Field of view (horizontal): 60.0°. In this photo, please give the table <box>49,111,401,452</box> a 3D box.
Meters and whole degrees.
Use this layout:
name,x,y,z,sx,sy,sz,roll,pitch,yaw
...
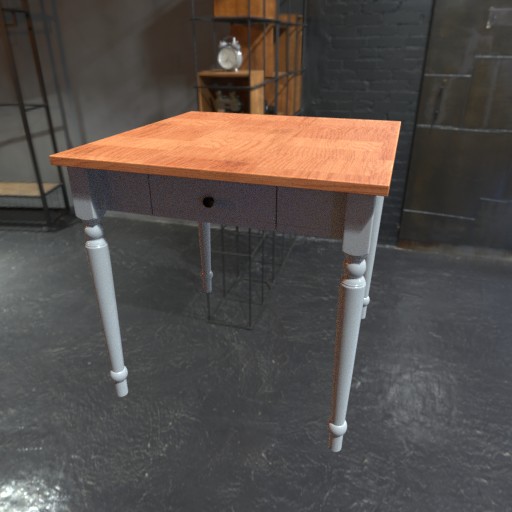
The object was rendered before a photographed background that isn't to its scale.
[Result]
name,x,y,z,sx,sy,sz,roll,pitch,yaw
table,0.000,0.000,1.382,0.747,0.738,0.747,8,27,16
